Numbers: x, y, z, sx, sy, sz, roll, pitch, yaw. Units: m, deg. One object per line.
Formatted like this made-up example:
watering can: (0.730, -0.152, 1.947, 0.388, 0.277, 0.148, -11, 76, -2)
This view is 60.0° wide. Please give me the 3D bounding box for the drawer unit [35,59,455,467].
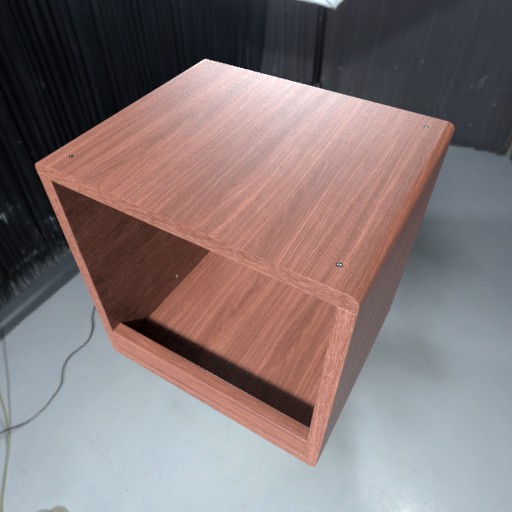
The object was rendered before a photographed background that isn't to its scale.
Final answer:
drawer unit: (0.000, 0.000, 0.596, 0.349, 0.351, 0.290, 23, 50, 21)
